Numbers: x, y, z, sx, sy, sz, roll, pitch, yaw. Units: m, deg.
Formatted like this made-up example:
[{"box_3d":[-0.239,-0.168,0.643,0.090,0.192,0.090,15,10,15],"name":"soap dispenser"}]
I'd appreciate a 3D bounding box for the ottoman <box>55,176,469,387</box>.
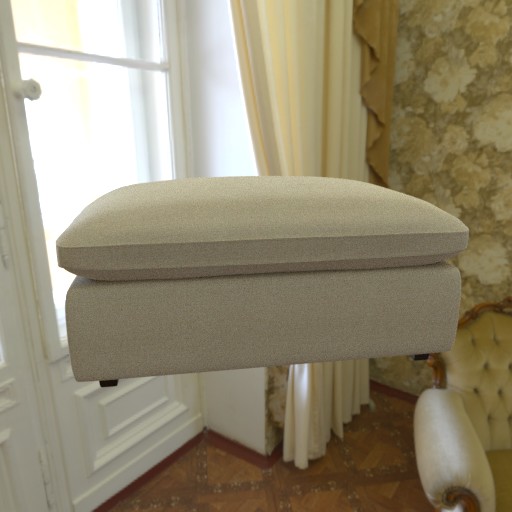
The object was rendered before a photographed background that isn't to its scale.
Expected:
[{"box_3d":[0.000,0.000,1.341,0.984,0.453,0.686,-3,17,-9],"name":"ottoman"}]
